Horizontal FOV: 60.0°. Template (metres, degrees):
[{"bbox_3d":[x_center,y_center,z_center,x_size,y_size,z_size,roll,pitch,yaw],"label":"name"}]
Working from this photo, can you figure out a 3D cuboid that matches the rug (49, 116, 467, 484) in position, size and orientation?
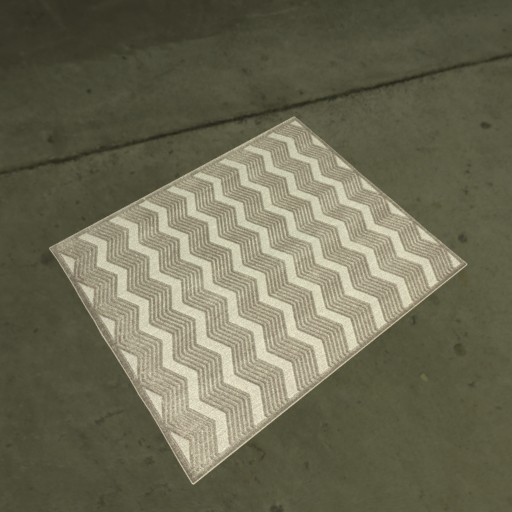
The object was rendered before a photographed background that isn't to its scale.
[{"bbox_3d":[0.000,0.000,3.958,2.880,0.005,2.391,-33,64,-18],"label":"rug"}]
